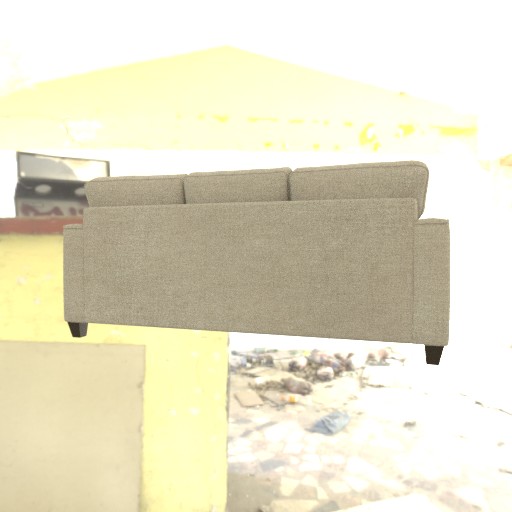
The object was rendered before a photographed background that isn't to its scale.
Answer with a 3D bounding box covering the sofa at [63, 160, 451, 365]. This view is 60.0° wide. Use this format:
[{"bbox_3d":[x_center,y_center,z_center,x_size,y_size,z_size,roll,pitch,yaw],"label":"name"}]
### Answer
[{"bbox_3d":[0.000,0.000,2.724,2.133,0.965,0.939,0,2,18],"label":"sofa"}]
